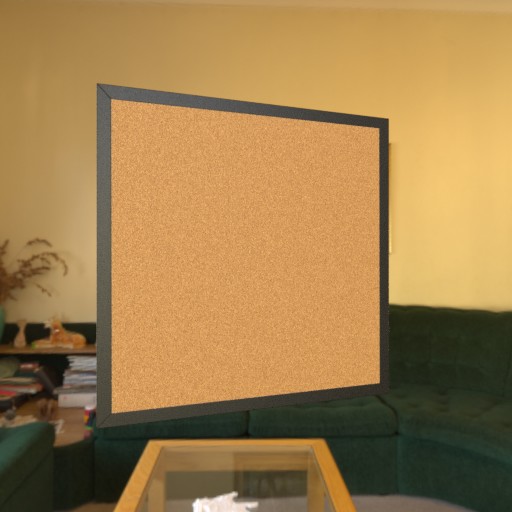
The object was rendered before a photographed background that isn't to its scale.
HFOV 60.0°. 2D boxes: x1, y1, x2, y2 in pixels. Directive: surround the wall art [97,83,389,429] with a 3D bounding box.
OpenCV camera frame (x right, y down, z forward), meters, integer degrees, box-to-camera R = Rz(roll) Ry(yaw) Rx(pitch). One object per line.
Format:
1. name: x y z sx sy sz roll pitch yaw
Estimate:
1. wall art: 0.000 0.000 0.750 0.508 0.508 0.036 0 0 -19
